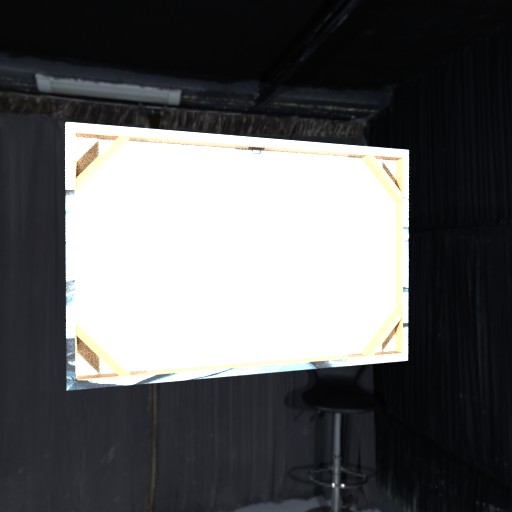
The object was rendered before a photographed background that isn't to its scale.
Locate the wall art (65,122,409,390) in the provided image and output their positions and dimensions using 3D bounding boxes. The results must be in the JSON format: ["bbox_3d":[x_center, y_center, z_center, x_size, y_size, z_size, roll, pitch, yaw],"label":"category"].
[{"bbox_3d":[0.000,0.000,1.159,0.914,0.609,0.039,0,1,-18],"label":"wall art"}]
